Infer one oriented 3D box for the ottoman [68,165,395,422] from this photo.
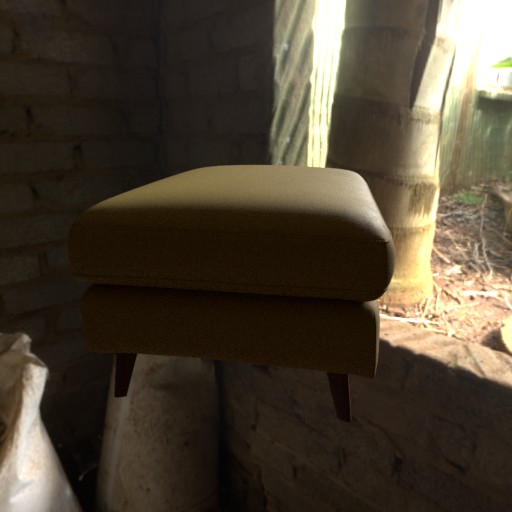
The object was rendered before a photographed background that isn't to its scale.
[{"bbox_3d":[0.000,0.000,1.177,0.608,0.449,0.811,3,17,9],"label":"ottoman"}]
